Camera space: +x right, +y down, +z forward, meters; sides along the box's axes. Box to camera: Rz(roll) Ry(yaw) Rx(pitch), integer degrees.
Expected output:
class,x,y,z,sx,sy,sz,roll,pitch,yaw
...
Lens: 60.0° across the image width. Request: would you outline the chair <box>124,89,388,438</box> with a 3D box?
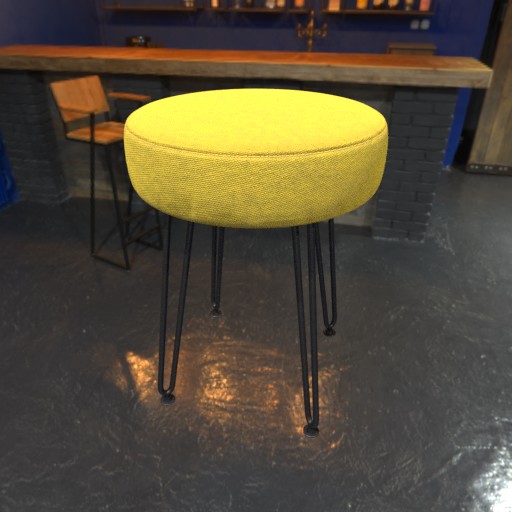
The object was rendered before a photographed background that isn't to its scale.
class,x,y,z,sx,sy,sz,roll,pitch,yaw
chair,0.000,0.000,0.694,0.345,0.455,0.345,8,31,13
